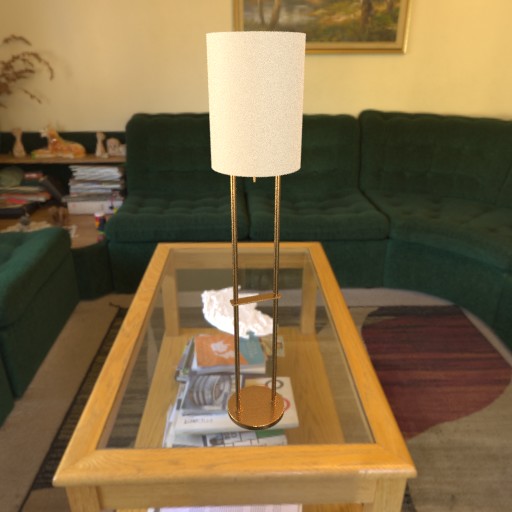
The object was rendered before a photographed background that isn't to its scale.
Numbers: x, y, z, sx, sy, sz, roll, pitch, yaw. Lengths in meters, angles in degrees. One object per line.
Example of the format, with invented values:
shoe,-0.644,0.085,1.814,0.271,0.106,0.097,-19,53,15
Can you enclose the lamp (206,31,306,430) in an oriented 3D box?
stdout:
lamp,0.000,0.000,1.673,0.306,1.500,0.305,-8,25,-17
